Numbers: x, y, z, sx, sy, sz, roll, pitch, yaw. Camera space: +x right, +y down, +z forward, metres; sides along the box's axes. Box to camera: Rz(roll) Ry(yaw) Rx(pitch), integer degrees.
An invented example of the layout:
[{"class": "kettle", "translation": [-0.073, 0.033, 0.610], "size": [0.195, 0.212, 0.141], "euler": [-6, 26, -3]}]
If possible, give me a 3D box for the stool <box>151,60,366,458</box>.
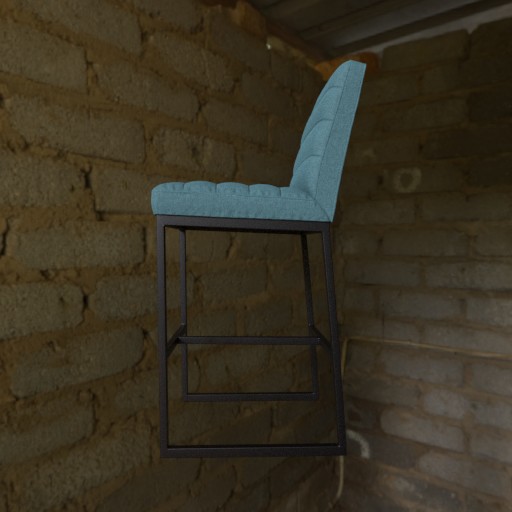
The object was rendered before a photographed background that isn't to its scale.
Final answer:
[{"class": "stool", "translation": [0.000, 0.000, 1.363], "size": [0.560, 1.040, 0.460], "euler": [0, 1, -2]}]
